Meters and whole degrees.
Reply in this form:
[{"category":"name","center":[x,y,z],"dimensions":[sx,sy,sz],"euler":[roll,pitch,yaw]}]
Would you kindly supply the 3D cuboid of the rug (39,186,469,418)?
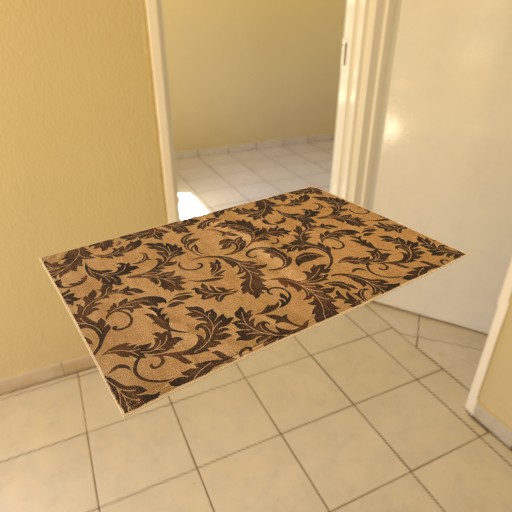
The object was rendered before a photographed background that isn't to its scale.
[{"category":"rug","center":[0.000,0.000,2.815],"dimensions":[2.284,0.008,1.522],"euler":[-19,34,-30]}]
